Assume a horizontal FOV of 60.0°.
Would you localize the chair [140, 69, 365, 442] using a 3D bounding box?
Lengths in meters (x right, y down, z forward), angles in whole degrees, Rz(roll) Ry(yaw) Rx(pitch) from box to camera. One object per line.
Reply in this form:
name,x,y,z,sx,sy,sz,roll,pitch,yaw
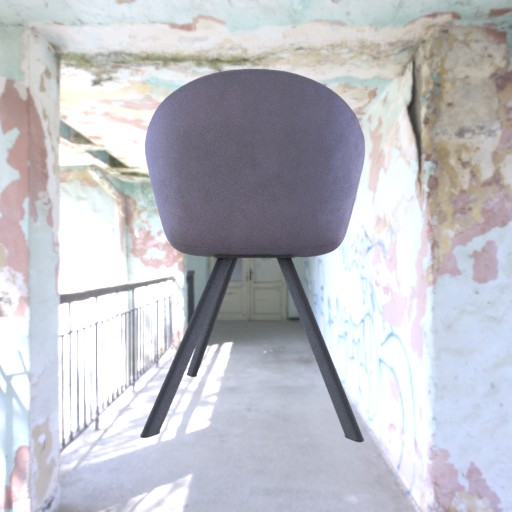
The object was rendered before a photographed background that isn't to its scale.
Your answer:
chair,0.000,0.000,1.183,0.567,0.781,0.544,0,0,3
